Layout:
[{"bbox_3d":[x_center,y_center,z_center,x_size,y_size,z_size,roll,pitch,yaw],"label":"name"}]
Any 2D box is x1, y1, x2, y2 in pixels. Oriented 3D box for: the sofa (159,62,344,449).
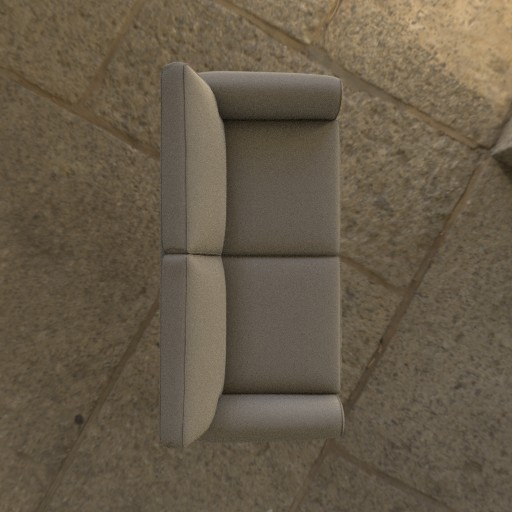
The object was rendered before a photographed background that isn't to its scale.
[{"bbox_3d":[0.000,0.000,2.388,0.940,0.952,1.930,0,89,-1],"label":"sofa"}]
